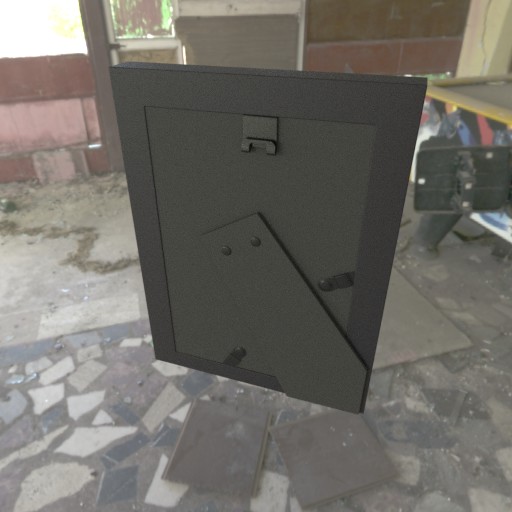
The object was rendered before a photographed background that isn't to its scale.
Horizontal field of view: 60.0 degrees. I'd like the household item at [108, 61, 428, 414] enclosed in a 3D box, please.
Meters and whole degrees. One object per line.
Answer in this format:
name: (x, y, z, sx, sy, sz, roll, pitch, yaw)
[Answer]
household item: (0.000, 0.000, 0.228, 0.133, 0.178, 0.022, 10, 33, 16)
